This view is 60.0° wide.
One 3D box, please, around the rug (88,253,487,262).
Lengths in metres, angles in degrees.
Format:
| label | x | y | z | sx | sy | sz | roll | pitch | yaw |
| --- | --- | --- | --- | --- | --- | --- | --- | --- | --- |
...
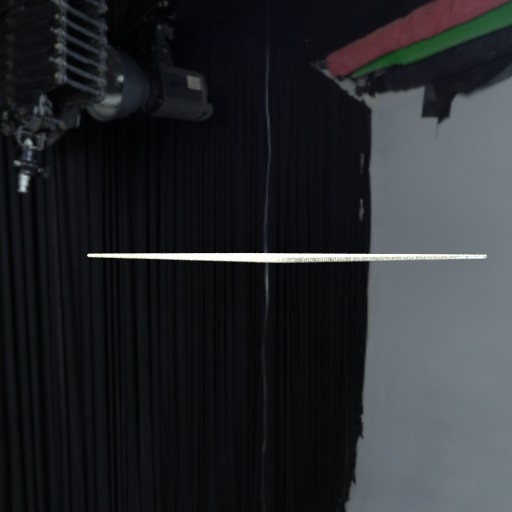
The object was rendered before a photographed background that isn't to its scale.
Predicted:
| label | x | y | z | sx | sy | sz | roll | pitch | yaw |
| --- | --- | --- | --- | --- | --- | --- | --- | --- | --- |
| rug | 0.000 | 0.000 | 3.447 | 1.798 | 0.025 | 2.698 | 0 | 1 | -37 |
